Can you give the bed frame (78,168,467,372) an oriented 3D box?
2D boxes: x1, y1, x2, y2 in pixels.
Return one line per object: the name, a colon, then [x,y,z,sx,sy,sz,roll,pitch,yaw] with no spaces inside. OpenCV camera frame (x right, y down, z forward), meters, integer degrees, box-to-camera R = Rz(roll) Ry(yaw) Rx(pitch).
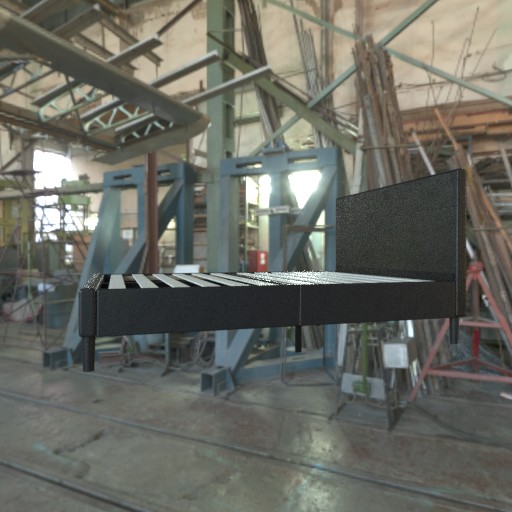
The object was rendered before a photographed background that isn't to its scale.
bed frame: [0.000,0.000,3.270,2.318,1.127,1.634,0,0,-18]
